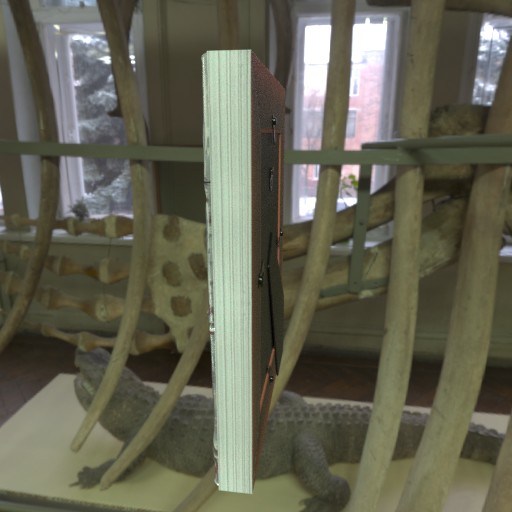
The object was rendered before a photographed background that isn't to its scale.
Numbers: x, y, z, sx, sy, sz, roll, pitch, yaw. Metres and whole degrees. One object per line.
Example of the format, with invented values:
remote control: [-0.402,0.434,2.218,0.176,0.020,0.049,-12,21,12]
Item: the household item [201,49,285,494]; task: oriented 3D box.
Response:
household item: [0.000,0.000,0.286,0.025,0.216,0.165,2,15,8]
